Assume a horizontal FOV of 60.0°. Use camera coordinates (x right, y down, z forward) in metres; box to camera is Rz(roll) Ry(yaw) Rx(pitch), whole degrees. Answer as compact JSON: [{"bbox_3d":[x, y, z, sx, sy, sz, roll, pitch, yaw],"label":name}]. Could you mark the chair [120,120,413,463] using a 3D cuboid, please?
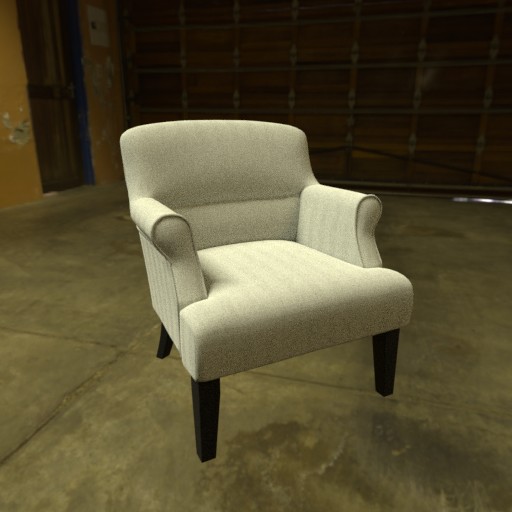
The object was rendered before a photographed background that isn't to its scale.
[{"bbox_3d":[0.000,0.000,1.492,0.781,0.875,0.750,-9,19,-26],"label":"chair"}]
